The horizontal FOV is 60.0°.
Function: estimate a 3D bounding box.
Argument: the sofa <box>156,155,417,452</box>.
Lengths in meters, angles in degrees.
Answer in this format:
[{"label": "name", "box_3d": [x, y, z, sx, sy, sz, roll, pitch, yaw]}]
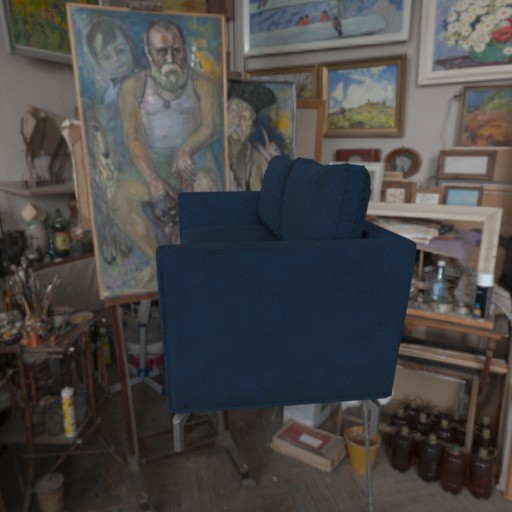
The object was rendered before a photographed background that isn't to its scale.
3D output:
[{"label": "sofa", "box_3d": [0.000, 0.000, 2.303, 0.853, 1.002, 1.770, -2, 14, -7]}]
